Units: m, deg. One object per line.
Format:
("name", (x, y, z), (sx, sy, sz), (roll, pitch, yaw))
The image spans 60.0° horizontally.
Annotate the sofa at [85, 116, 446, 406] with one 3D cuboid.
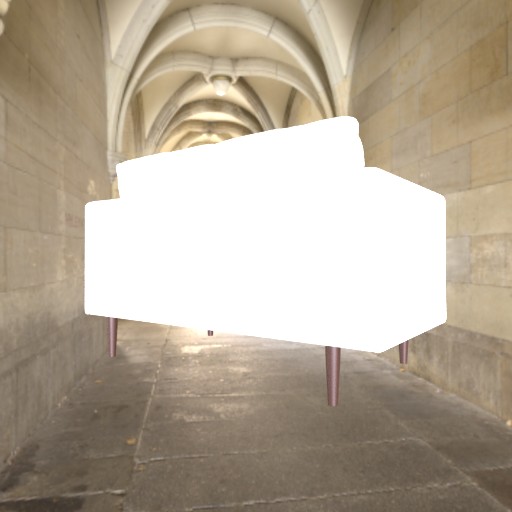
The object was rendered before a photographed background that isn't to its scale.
("sofa", (0.000, 0.000, 1.965), (1.430, 0.908, 0.796), (0, 0, 36))
